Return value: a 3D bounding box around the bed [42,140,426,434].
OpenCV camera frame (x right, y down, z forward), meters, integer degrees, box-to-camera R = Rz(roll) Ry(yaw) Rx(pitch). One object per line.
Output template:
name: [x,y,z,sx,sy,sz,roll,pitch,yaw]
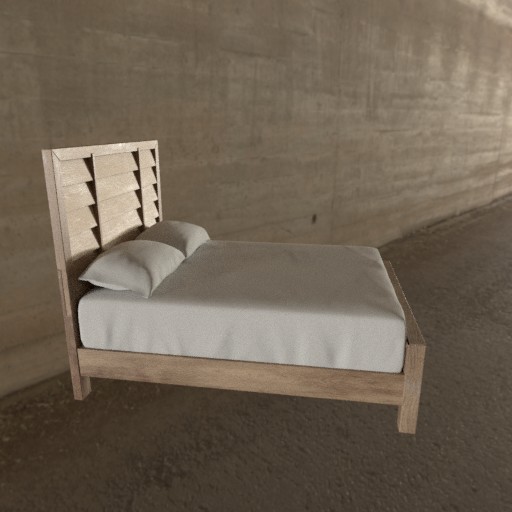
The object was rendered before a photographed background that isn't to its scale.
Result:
bed: [0.000,0.000,3.327,2.197,1.626,1.626,3,17,9]
